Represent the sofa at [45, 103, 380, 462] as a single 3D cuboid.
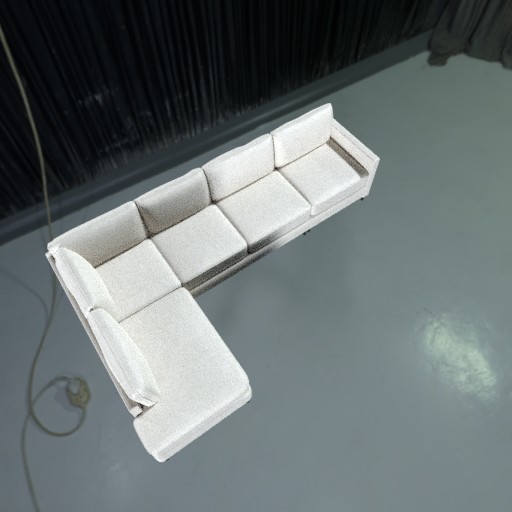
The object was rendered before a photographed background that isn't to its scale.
[{"bbox_3d":[0.000,0.000,4.316,3.384,0.996,2.048,-31,63,-18],"label":"sofa"}]
